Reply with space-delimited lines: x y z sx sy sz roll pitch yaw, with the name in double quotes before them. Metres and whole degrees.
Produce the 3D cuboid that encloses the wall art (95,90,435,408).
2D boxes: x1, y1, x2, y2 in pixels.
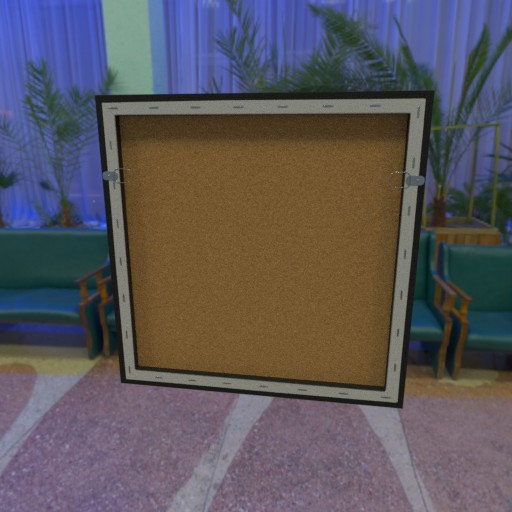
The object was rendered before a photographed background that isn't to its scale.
"wall art" 0.000 0.000 1.097 0.758 0.758 0.044 2 16 9
